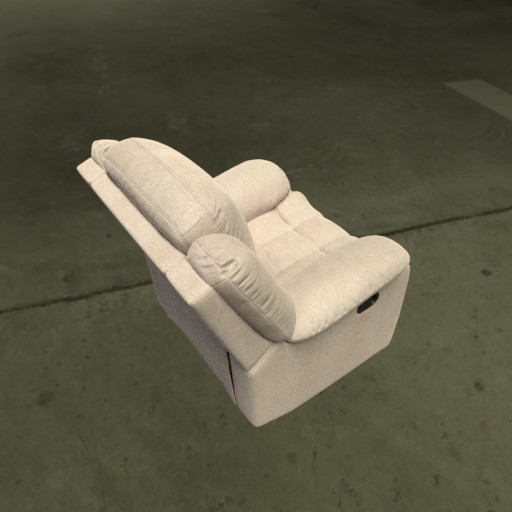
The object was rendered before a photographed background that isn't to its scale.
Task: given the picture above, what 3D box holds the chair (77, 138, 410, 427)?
[{"bbox_3d":[0.000,0.000,1.702,0.944,1.008,0.899,-25,46,-26],"label":"chair"}]
